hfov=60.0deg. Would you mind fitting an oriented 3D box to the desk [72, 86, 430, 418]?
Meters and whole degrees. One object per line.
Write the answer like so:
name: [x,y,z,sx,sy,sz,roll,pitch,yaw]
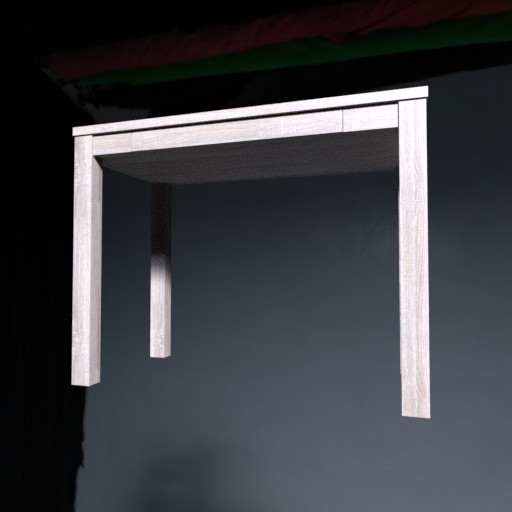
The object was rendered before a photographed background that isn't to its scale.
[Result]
desk: [0.000,0.000,1.398,0.991,0.762,0.495,-1,-2,18]
